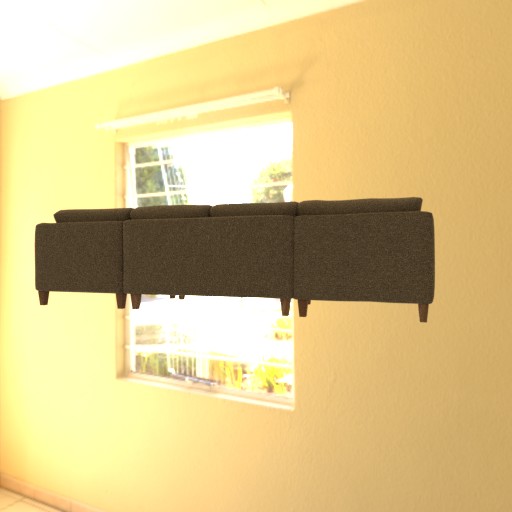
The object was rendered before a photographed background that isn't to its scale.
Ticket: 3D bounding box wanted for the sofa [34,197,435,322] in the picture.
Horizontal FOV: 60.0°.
[{"bbox_3d":[0.000,0.000,4.505,3.238,0.853,2.551,0,0,18],"label":"sofa"}]
